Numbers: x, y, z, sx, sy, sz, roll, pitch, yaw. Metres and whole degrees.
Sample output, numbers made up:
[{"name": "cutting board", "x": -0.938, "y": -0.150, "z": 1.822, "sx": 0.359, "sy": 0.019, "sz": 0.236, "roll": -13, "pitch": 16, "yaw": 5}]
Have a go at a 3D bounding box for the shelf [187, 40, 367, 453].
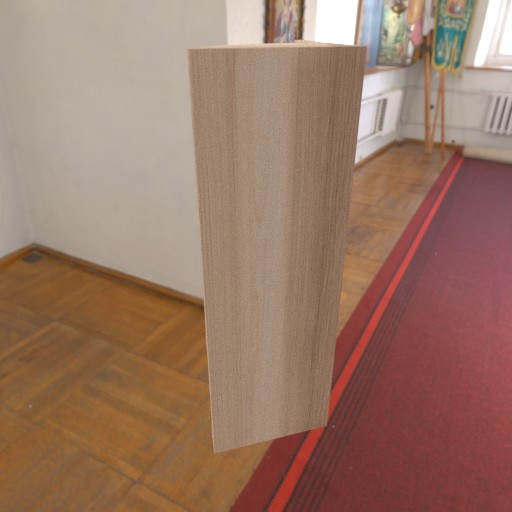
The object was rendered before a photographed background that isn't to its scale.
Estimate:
[{"name": "shelf", "x": 0.000, "y": 0.000, "z": 1.008, "sx": 0.290, "sy": 0.872, "sz": 0.290, "roll": -8, "pitch": 29, "yaw": -14}]
